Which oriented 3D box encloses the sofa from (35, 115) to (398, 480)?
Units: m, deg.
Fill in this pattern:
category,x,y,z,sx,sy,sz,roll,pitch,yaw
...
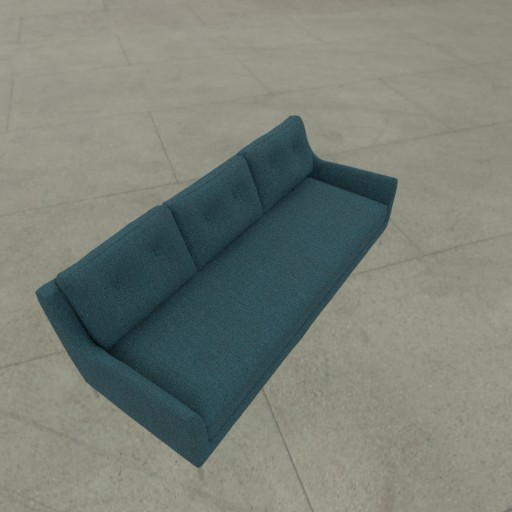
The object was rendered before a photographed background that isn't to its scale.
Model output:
category,x,y,z,sx,sy,sz,roll,pitch,yaw
sofa,0.000,0.000,2.506,0.849,0.837,2.060,25,48,25
